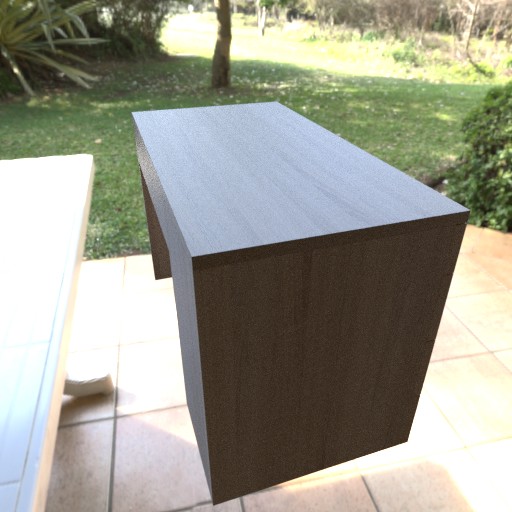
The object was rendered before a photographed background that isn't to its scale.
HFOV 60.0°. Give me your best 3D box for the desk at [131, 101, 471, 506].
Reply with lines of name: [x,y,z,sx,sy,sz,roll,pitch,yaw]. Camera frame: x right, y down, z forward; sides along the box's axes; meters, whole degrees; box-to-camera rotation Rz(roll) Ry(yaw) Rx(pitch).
desk: [0.000,0.000,1.460,0.600,0.731,1.100,-10,32,-16]
